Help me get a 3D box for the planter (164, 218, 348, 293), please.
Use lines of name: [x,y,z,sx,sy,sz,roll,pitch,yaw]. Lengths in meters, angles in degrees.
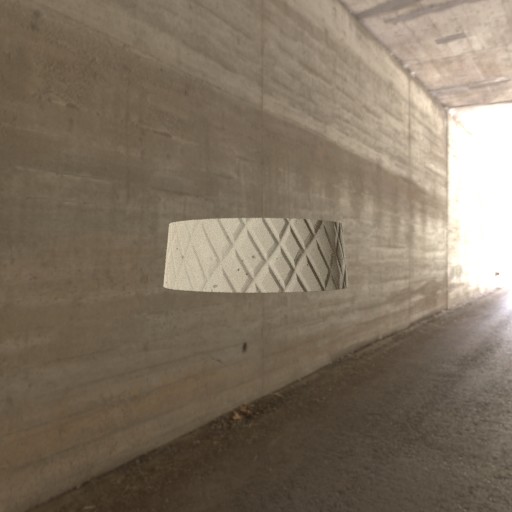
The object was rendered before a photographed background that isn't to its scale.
planter: [0.000,0.000,0.416,0.114,0.038,0.390,0,0,0]
